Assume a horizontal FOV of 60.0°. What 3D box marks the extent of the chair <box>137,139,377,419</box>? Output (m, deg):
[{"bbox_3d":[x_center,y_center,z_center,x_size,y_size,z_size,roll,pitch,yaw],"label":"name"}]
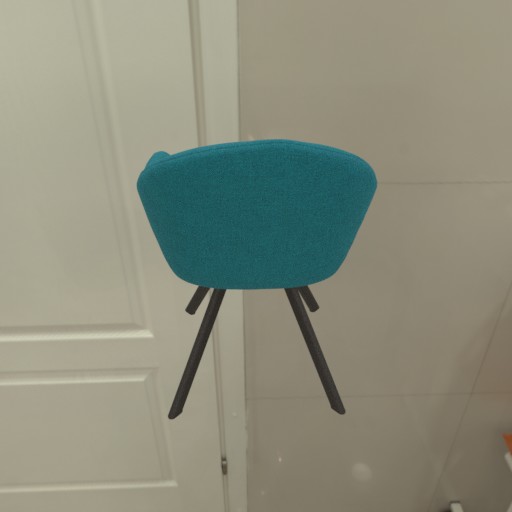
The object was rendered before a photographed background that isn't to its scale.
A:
[{"bbox_3d":[0.000,0.000,1.167,0.545,0.775,0.565,-1,31,-2],"label":"chair"}]
